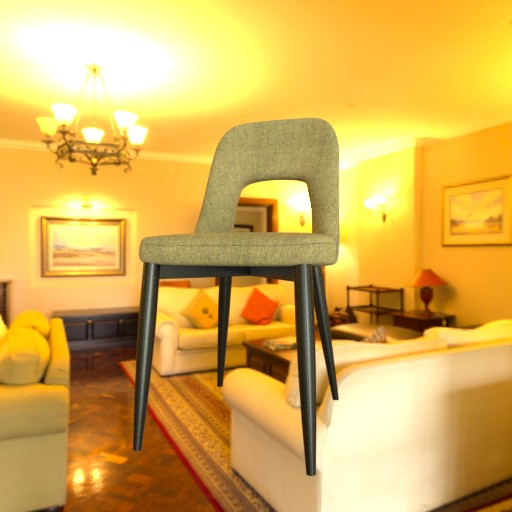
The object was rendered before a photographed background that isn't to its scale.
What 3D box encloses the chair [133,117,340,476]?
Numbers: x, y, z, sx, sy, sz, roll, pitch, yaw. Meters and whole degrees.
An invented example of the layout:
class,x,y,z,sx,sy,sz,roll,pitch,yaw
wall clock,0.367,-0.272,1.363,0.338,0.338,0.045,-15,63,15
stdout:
class,x,y,z,sx,sy,sz,roll,pitch,yaw
chair,0.000,0.000,1.271,0.470,0.931,0.612,0,1,16
